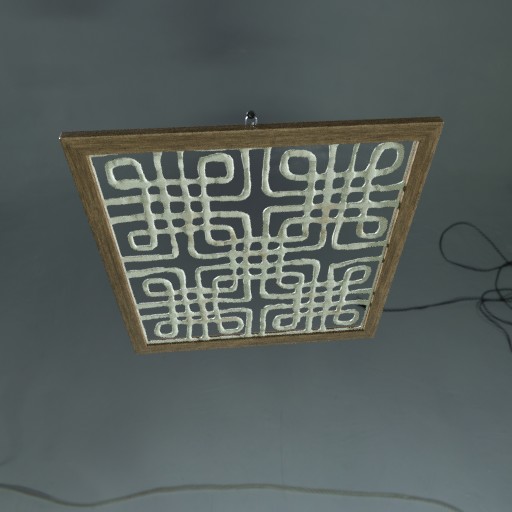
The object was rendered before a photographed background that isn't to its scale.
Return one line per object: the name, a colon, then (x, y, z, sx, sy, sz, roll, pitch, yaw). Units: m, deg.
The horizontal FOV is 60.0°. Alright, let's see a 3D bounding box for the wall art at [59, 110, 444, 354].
wall art: (0.000, 0.000, 0.841, 0.561, 0.582, 0.021, -3, 45, -3)
